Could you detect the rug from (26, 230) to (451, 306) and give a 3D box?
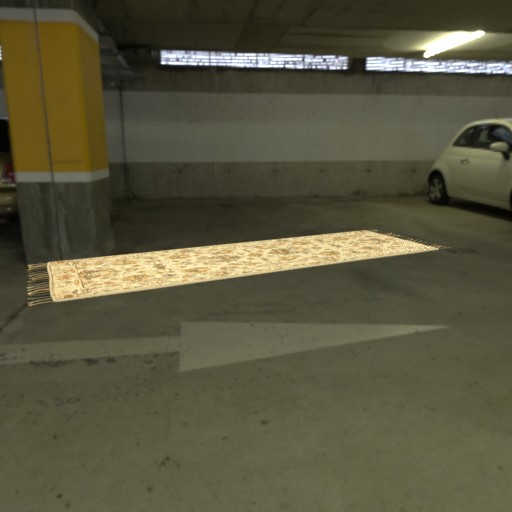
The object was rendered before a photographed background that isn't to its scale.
[{"bbox_3d":[0.000,0.000,2.633,2.438,0.021,0.729,-7,15,-25],"label":"rug"}]
